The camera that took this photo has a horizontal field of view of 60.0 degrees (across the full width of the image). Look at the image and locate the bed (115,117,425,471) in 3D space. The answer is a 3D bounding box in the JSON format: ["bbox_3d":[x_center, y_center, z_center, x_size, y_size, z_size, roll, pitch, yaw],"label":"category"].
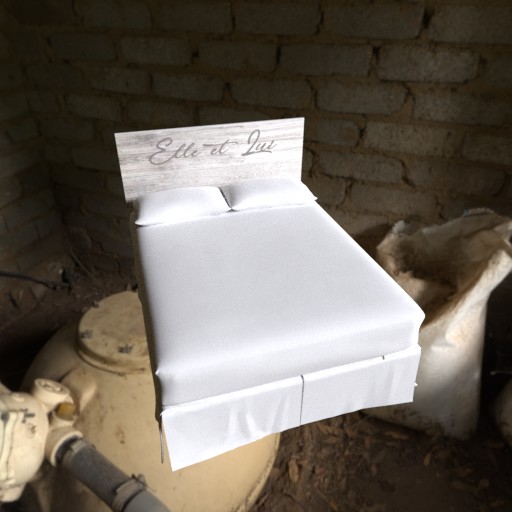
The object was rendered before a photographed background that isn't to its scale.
[{"bbox_3d":[0.000,0.000,3.205,1.745,1.335,2.094,-9,33,-15],"label":"bed"}]
